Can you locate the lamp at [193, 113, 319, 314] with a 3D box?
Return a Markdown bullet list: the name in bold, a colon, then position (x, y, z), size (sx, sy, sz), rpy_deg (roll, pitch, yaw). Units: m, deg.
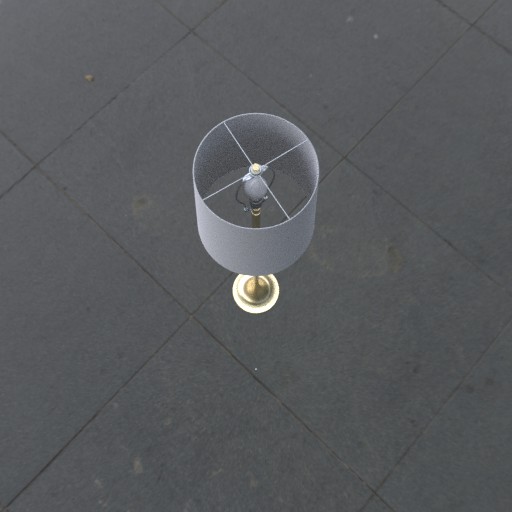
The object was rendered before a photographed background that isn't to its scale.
- **lamp**: position (0.000, 0.000, 1.696), size (0.337, 1.543, 0.337), rpy_deg (0, 76, 0)
